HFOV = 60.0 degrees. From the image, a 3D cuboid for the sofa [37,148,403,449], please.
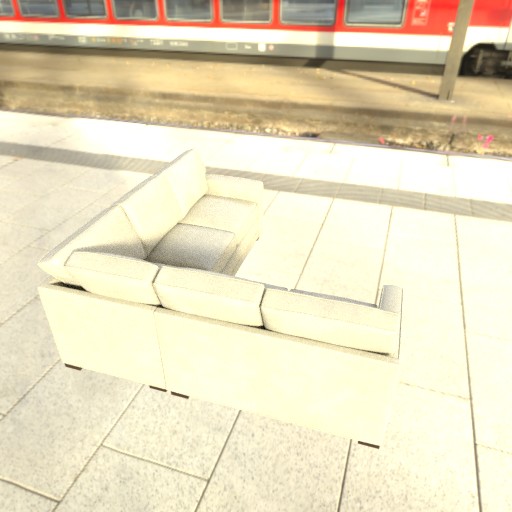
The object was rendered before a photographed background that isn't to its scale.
[{"bbox_3d":[0.000,0.000,3.461,2.188,0.936,2.211,9,34,14],"label":"sofa"}]
